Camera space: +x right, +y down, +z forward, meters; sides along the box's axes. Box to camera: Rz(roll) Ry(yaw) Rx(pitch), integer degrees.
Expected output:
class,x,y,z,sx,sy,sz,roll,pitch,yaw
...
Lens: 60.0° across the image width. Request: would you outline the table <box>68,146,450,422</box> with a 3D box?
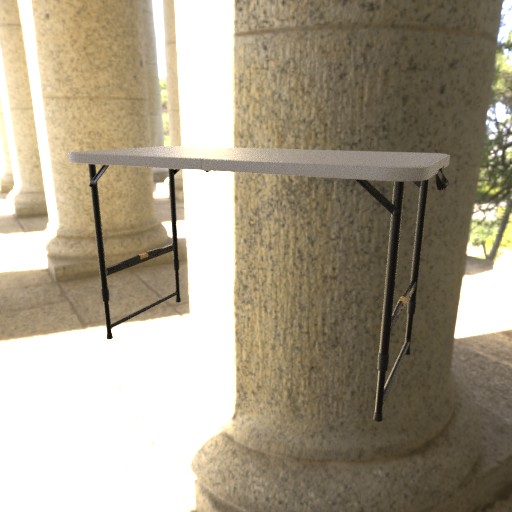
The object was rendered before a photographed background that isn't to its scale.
class,x,y,z,sx,sy,sz,roll,pitch,yaw
table,0.000,0.000,1.626,1.245,0.737,0.611,9,19,27
